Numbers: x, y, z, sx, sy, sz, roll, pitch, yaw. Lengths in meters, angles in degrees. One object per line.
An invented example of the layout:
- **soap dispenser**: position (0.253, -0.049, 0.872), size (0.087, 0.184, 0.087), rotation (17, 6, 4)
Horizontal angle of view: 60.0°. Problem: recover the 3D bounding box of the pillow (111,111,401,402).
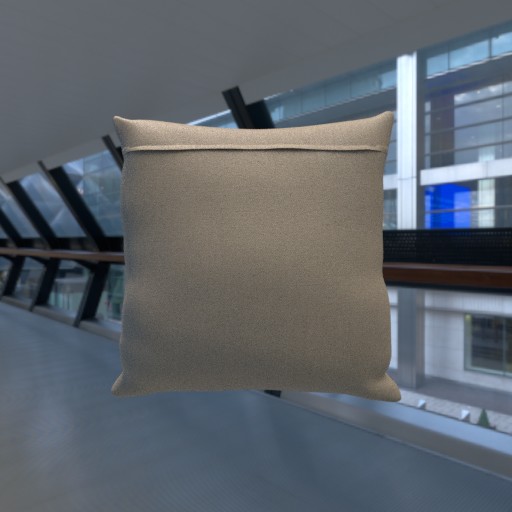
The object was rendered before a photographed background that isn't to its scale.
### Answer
- **pillow**: position (0.000, 0.000, 0.679), size (0.440, 0.441, 0.182), rotation (0, 0, 0)
